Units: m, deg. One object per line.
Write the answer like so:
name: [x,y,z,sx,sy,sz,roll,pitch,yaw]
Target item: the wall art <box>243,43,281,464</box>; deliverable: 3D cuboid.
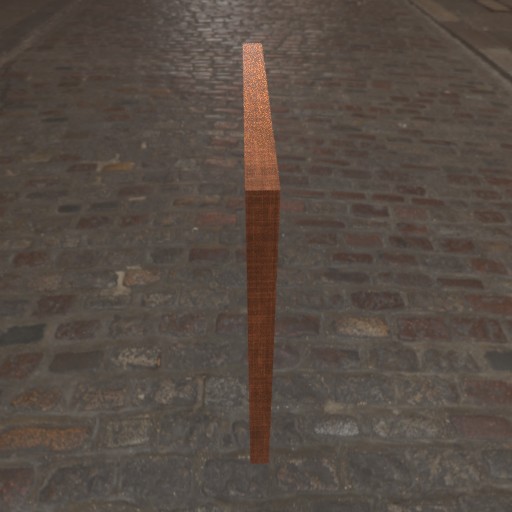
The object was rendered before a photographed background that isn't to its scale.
wall art: [0.000,0.000,0.775,0.033,0.567,0.467,-1,41,-1]
